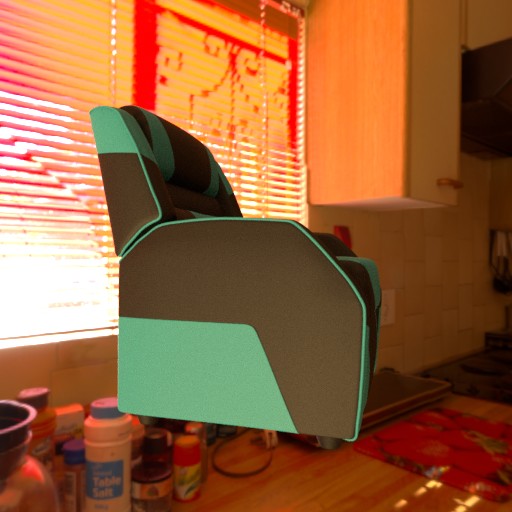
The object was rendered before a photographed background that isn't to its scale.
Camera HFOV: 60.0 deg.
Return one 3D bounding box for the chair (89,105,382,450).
[{"bbox_3d":[0.000,0.000,1.263,0.672,0.805,0.620,0,-1,18],"label":"chair"}]
